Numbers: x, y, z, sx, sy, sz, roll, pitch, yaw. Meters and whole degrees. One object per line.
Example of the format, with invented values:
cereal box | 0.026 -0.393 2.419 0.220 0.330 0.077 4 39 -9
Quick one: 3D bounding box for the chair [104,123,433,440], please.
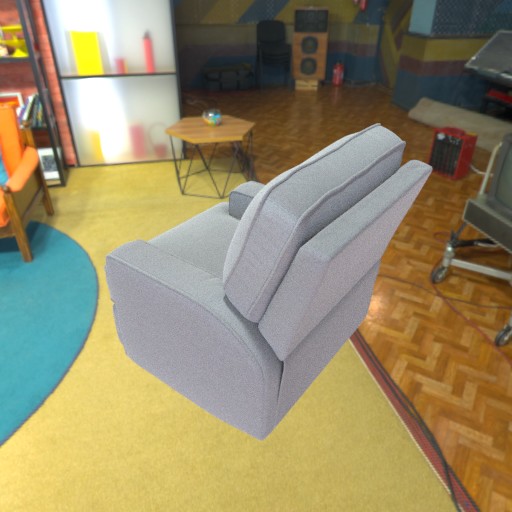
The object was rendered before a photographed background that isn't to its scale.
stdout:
chair | 0.000 0.000 1.702 0.969 0.964 0.861 22 38 30
